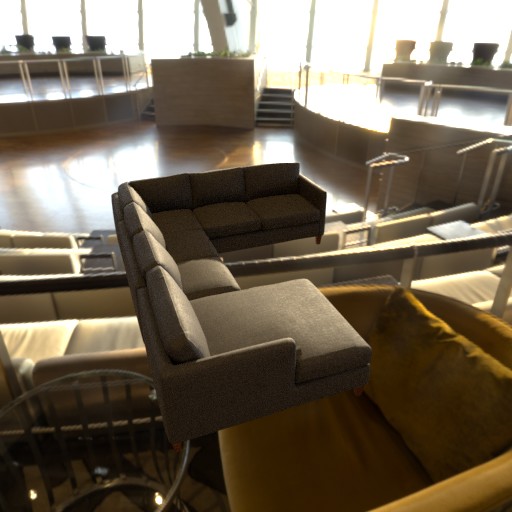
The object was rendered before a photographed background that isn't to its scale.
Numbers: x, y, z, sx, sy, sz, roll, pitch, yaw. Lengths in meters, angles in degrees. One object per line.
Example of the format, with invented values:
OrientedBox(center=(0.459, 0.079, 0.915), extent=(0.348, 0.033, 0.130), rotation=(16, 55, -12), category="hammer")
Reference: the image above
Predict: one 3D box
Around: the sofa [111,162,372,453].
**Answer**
OrientedBox(center=(0.000, 0.000, 4.628), extent=(2.594, 0.961, 3.460), rotation=(-10, 30, -18), category="sofa")
